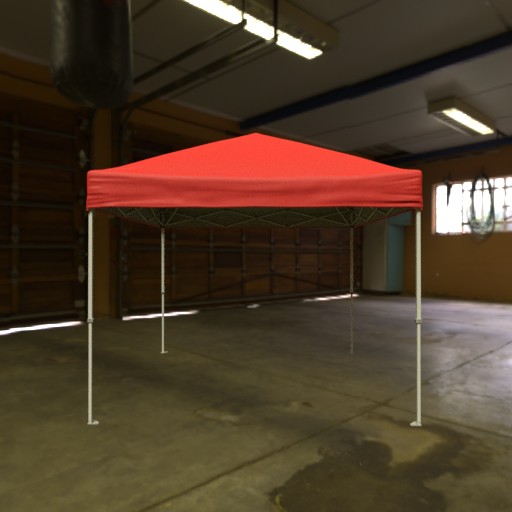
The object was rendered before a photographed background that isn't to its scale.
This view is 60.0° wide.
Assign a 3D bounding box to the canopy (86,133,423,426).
[{"bbox_3d":[0.000,0.000,5.407,2.998,2.997,2.996,0,0,1],"label":"canopy"}]
